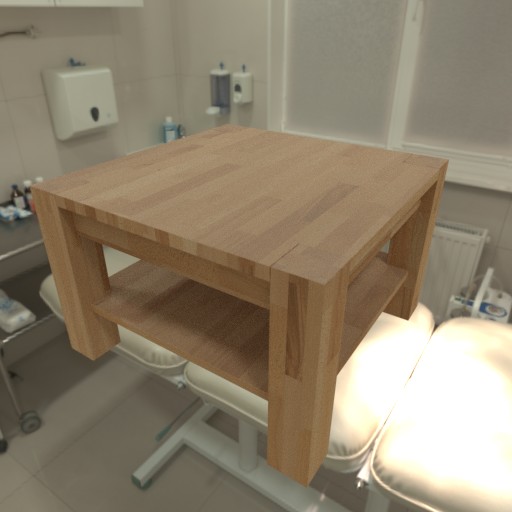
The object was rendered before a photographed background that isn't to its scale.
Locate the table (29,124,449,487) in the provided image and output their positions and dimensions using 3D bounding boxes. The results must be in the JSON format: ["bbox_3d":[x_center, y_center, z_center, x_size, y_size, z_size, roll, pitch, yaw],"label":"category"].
[{"bbox_3d":[0.000,0.000,1.141,0.700,0.451,0.700,18,34,29],"label":"table"}]
